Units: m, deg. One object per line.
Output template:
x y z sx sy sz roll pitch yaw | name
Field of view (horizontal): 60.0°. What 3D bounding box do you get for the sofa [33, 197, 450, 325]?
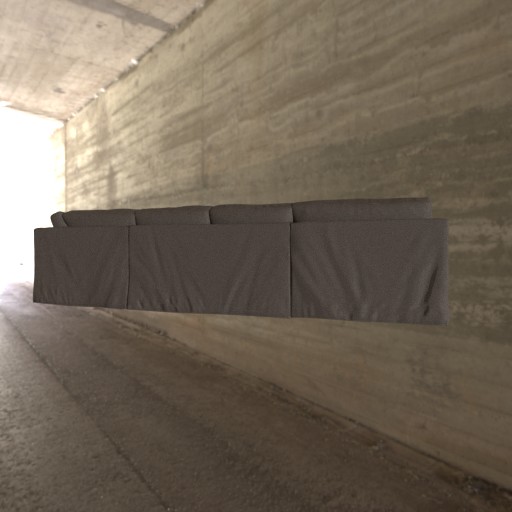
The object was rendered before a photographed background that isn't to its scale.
0.000 0.000 4.579 3.528 0.878 2.476 0 1 19 | sofa
